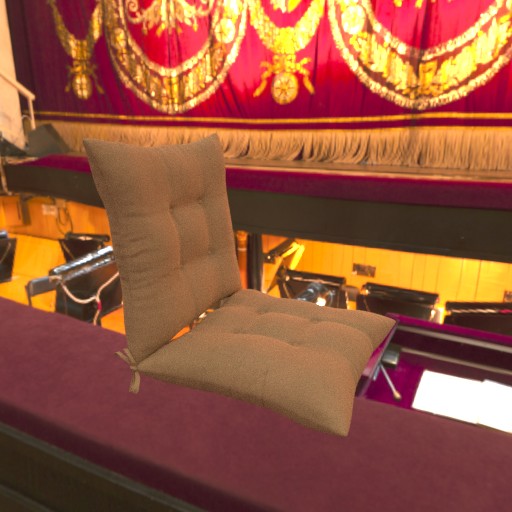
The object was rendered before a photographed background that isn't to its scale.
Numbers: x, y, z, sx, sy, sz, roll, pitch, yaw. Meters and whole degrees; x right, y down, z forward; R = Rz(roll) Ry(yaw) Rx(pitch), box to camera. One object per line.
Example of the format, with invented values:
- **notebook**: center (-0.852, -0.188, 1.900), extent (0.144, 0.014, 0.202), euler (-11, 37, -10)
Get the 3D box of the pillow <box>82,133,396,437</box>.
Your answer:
- **pillow**: center (0.000, 0.000, 1.022), extent (0.585, 0.536, 0.541), euler (8, 18, 24)
